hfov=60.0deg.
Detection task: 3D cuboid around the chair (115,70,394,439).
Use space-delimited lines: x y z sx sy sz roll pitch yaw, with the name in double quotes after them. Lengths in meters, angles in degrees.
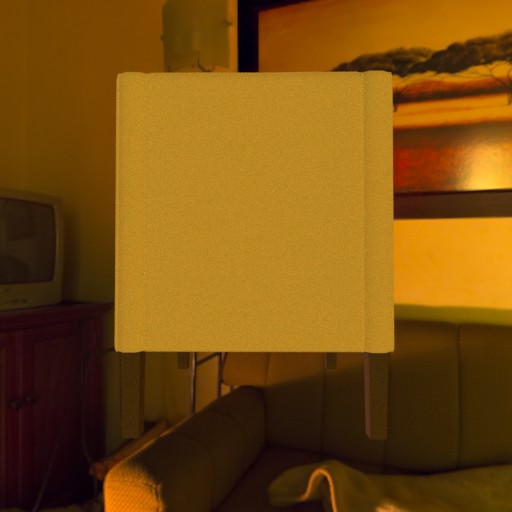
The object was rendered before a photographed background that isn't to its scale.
0.000 0.000 1.447 0.689 0.886 0.806 0 -1 1 "chair"
